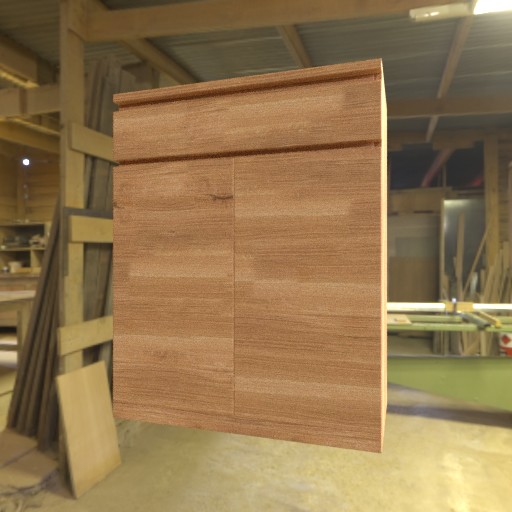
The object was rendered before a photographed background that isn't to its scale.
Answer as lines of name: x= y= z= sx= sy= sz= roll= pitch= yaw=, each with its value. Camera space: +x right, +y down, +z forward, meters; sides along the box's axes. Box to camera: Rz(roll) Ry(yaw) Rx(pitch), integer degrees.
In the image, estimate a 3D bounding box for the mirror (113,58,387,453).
mirror: x=0.000 y=0.000 z=1.435 sx=0.800 sy=1.000 sz=0.400 roll=0 pitch=0 yaw=18
